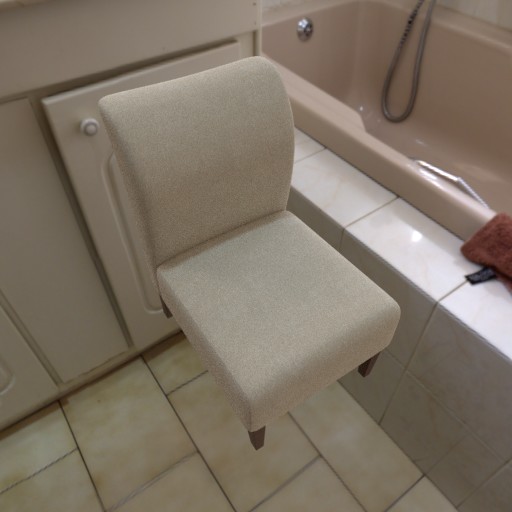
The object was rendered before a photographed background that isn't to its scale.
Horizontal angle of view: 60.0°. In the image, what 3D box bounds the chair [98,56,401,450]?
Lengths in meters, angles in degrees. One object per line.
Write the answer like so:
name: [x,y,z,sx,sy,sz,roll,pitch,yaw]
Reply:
chair: [0.000,0.000,1.320,0.521,0.833,0.754,-25,51,-22]
